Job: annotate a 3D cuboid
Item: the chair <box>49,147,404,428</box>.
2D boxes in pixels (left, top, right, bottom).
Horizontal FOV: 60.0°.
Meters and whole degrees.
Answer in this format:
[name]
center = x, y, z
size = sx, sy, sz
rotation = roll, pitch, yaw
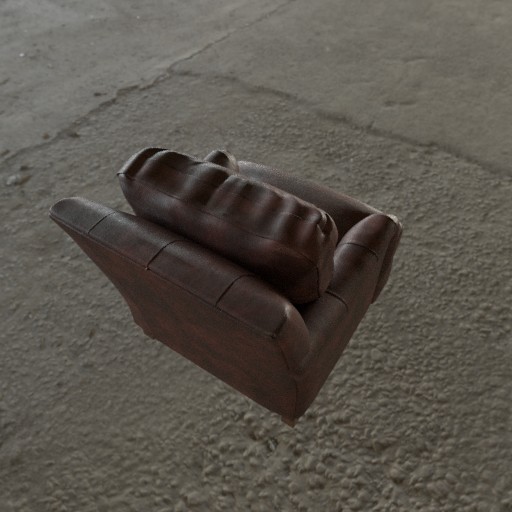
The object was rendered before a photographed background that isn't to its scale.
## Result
[chair]
center = 0.000, 0.000, 1.931
size = 0.987, 1.051, 1.156
rotation = 26, 52, 22
